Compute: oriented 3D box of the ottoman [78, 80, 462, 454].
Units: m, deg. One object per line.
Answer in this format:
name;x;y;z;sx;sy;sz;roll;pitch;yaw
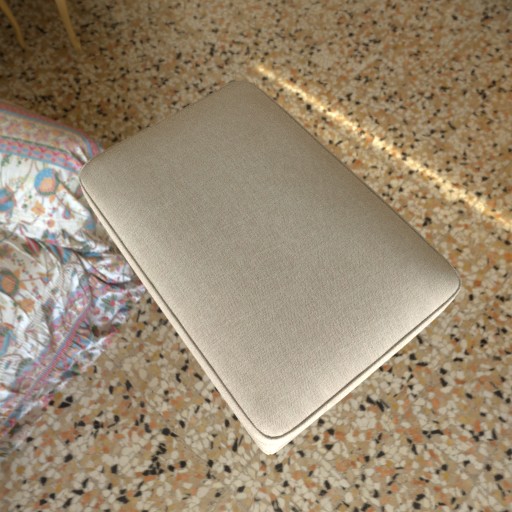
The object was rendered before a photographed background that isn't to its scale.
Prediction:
ottoman;0.000;0.000;1.164;0.559;0.458;0.813;-34;68;-16
